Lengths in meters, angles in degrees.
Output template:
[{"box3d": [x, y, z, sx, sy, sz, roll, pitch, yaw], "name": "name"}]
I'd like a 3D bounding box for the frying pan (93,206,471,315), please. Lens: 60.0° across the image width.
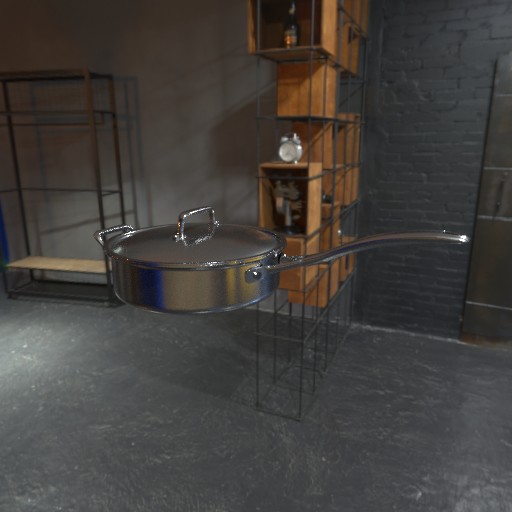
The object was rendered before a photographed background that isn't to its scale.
[{"box3d": [0.000, 0.000, 0.571, 0.492, 0.111, 0.245, 7, 17, 24], "name": "frying pan"}]
